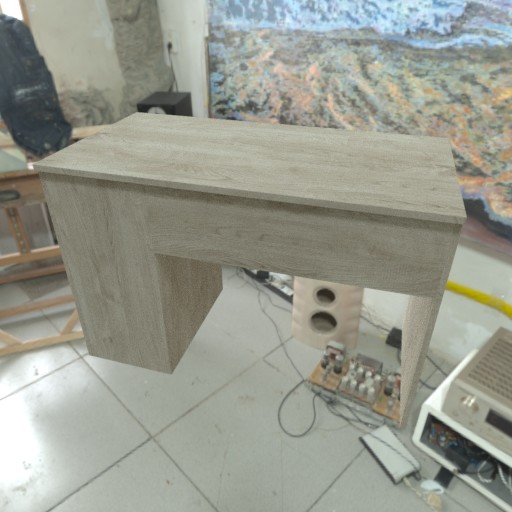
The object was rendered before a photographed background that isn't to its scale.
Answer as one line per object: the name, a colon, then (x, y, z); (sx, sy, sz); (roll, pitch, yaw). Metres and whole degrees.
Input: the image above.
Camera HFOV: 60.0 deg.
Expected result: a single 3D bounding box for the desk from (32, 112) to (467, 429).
desk: (0.000, 0.000, 1.487); (1.096, 0.730, 0.560); (9, 33, 14)
